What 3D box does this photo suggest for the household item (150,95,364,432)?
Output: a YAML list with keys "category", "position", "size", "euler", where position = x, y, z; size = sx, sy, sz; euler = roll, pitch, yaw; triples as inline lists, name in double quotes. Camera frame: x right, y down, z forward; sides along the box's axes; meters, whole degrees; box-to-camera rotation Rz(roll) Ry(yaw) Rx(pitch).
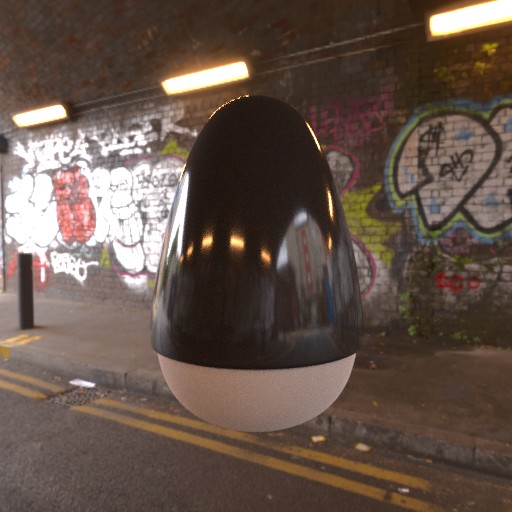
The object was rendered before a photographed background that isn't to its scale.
- category: "household item"
  position: [0.000, 0.000, 0.217]
  size: [0.102, 0.152, 0.104]
  euler: [-1, 3, -20]
